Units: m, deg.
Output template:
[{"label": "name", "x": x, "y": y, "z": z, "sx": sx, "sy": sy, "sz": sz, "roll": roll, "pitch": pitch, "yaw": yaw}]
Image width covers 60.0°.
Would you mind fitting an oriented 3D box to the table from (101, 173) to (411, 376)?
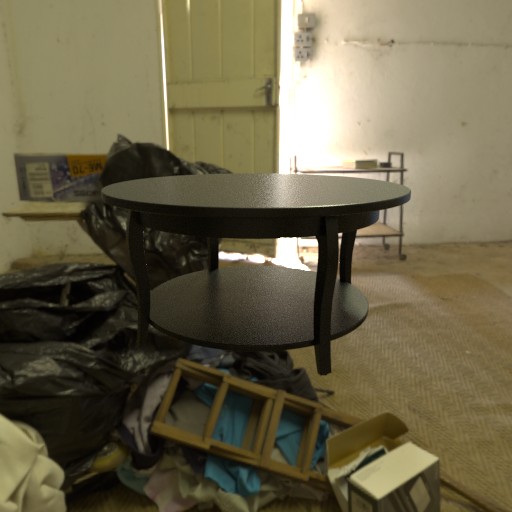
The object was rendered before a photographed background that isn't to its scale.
[{"label": "table", "x": 0.000, "y": 0.000, "z": 1.436, "sx": 0.914, "sy": 0.457, "sz": 0.914, "roll": 0, "pitch": 15, "yaw": 0}]
